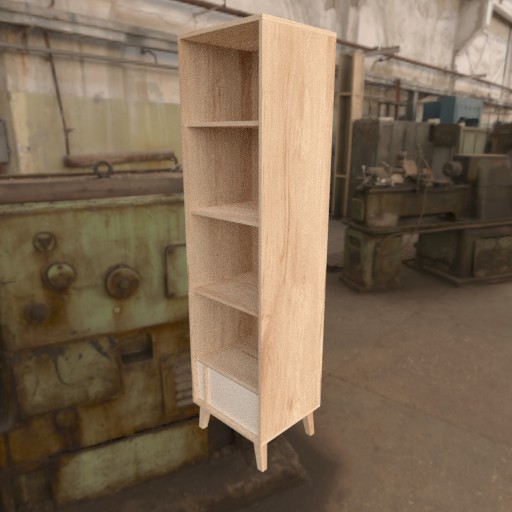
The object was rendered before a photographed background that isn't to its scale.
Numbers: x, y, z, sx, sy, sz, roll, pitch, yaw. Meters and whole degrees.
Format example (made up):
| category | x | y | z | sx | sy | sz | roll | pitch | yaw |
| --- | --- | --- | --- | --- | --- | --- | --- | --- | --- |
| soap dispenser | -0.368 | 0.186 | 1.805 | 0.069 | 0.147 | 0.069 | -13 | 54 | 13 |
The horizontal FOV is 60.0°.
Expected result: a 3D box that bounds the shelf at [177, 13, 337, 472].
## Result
| category | x | y | z | sx | sy | sz | roll | pitch | yaw |
| --- | --- | --- | --- | --- | --- | --- | --- | --- | --- |
| shelf | 0.000 | 0.000 | 2.146 | 0.510 | 1.960 | 0.450 | 15 | 21 | 43 |
